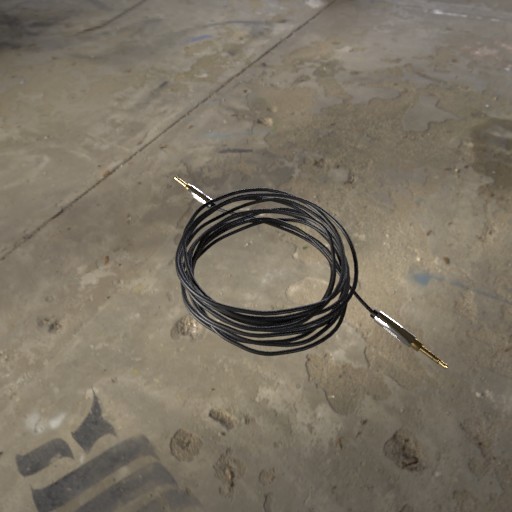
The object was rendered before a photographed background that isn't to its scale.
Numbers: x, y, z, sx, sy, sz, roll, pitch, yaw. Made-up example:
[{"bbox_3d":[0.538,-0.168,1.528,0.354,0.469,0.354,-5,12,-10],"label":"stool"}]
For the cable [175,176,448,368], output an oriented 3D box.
[{"bbox_3d":[0.000,0.000,0.495,0.198,0.069,0.432,-33,54,-28],"label":"cable"}]
